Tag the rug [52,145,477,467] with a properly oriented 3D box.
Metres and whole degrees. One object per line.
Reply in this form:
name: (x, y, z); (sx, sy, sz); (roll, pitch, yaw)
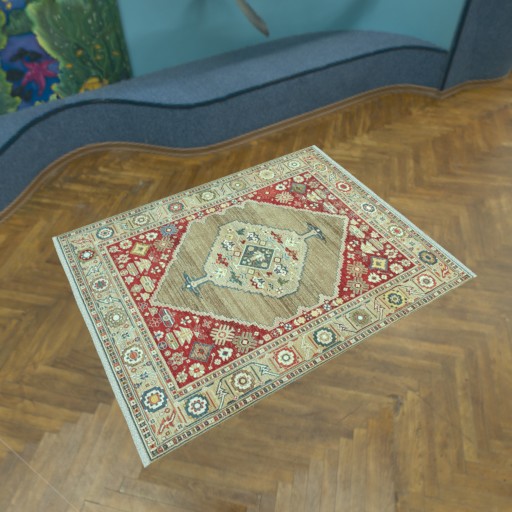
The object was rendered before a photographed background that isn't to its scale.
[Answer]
rug: (0.000, 0.000, 4.105); (3.143, 0.008, 2.451); (-24, 51, -21)
